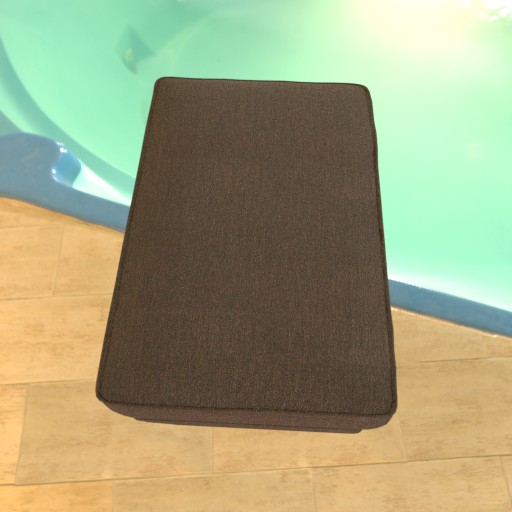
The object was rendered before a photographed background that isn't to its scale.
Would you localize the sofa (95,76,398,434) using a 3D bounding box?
[{"bbox_3d":[0.000,0.000,1.175,0.578,0.457,0.854,2,65,1],"label":"sofa"}]
